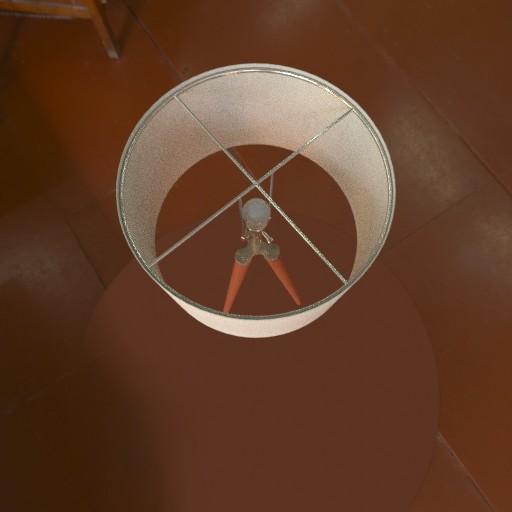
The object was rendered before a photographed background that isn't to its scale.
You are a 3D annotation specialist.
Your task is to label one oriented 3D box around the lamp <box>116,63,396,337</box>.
[{"bbox_3d":[0.000,0.000,0.905,0.355,0.709,0.354,0,74,0],"label":"lamp"}]
